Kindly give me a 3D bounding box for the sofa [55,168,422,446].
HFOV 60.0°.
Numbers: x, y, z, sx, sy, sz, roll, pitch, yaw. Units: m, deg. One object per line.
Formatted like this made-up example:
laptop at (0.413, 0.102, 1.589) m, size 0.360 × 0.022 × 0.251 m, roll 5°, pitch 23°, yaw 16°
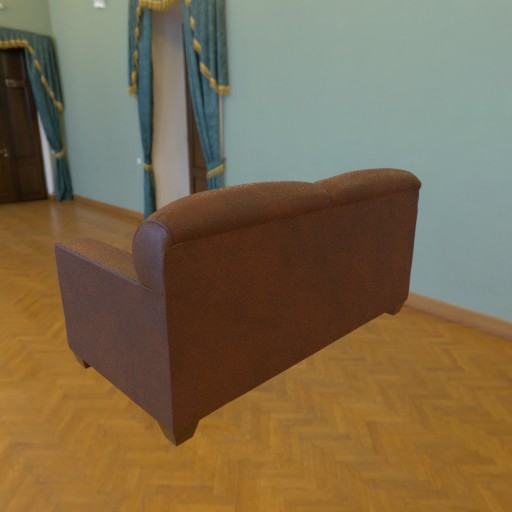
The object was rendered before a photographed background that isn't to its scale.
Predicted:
sofa at (0.000, 0.000, 2.465) m, size 1.856 × 0.966 × 1.000 m, roll -17°, pitch 24°, yaw -42°
